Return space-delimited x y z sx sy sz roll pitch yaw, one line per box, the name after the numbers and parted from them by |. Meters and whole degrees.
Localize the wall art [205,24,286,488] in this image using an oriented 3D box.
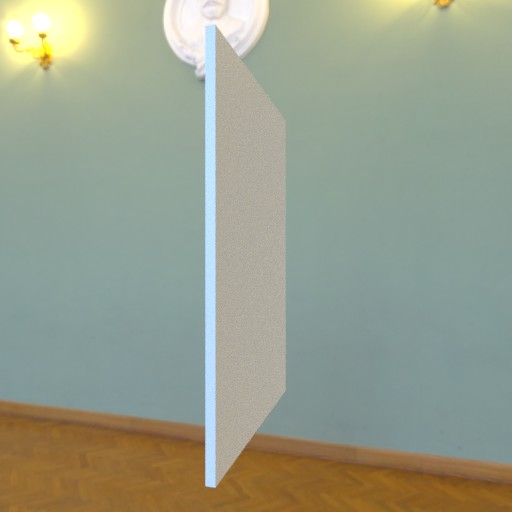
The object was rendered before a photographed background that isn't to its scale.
0.000 0.000 0.694 0.013 0.533 0.381 0 0 16 | wall art
